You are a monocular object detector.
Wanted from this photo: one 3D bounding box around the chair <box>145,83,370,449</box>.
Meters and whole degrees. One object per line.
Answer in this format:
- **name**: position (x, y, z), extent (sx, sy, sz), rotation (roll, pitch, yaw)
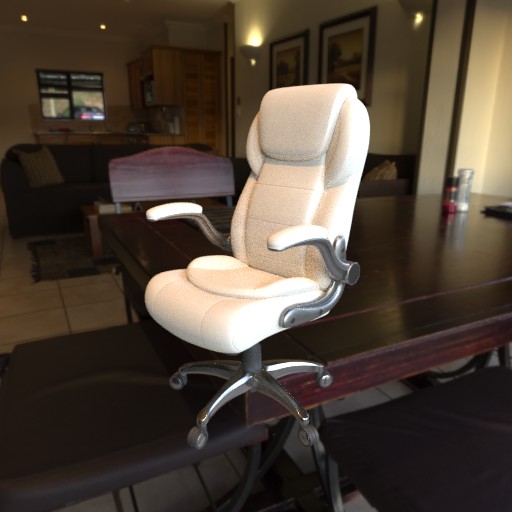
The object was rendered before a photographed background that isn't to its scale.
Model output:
- **chair**: position (0.000, 0.000, 1.785), extent (0.755, 1.330, 0.806), rotation (15, 22, 42)
